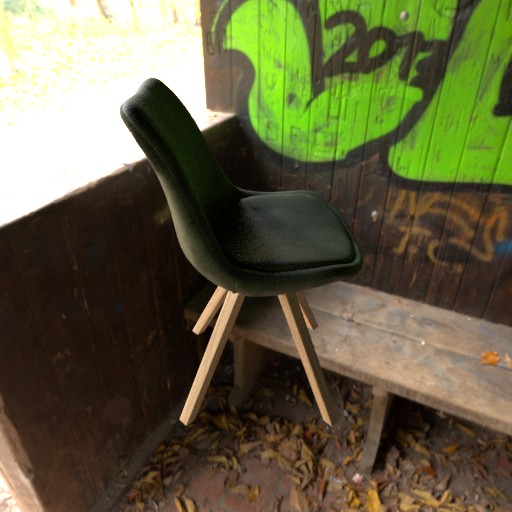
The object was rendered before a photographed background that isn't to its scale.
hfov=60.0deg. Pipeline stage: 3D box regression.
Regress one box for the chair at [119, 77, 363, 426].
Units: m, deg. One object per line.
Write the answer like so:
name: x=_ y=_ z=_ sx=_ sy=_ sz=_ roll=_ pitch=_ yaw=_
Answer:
chair: x=0.000 y=0.000 z=1.194 sx=0.547 sy=0.865 sz=0.483 roll=-1 pitch=32 yaw=-1
